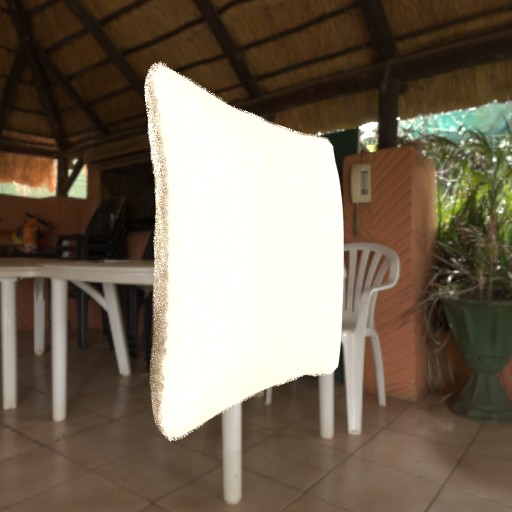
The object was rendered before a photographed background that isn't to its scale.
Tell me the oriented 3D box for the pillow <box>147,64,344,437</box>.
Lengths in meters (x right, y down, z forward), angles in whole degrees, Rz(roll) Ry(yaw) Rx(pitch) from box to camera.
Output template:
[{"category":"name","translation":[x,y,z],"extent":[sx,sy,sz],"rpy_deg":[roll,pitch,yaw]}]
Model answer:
[{"category":"pillow","translation":[0.000,0.000,0.811],"extent":[0.216,0.525,0.538],"rpy_deg":[0,0,37]}]
